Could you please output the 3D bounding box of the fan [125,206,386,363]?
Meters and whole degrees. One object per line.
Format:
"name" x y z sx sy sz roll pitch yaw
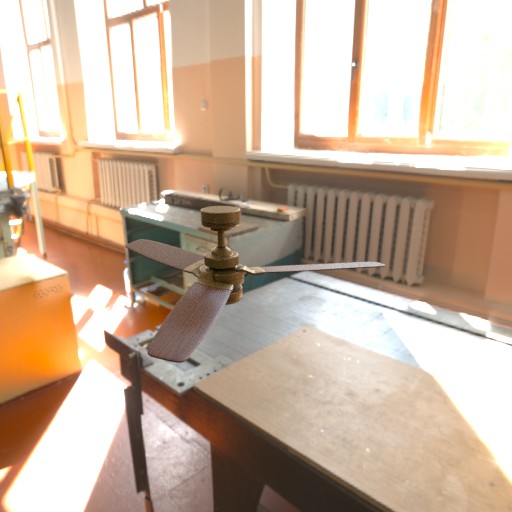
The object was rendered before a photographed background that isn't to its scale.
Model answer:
"fan" 0.000 0.000 2.004 1.271 0.425 1.416 -3 17 -10
